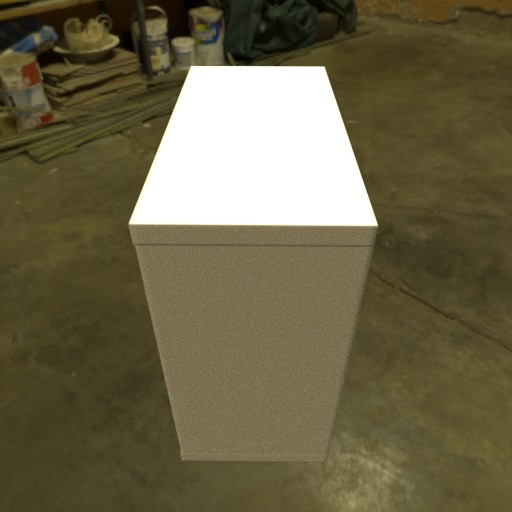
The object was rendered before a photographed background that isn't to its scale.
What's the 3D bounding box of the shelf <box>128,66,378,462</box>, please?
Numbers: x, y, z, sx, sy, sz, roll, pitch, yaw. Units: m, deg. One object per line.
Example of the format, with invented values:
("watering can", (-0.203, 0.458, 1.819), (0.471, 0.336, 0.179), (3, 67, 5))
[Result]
("shelf", (0.000, 0.000, 1.247), (0.390, 0.786, 0.790), (0, 40, 1))
